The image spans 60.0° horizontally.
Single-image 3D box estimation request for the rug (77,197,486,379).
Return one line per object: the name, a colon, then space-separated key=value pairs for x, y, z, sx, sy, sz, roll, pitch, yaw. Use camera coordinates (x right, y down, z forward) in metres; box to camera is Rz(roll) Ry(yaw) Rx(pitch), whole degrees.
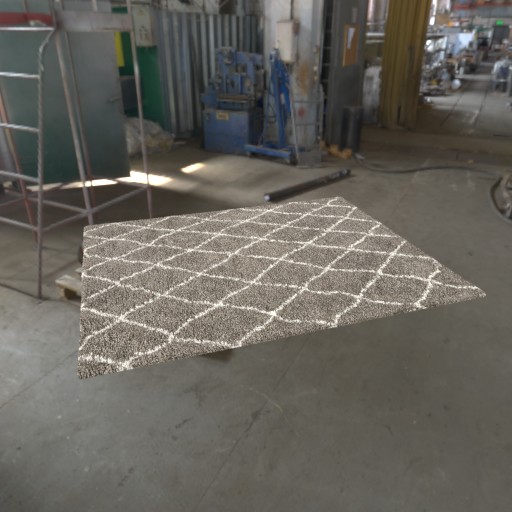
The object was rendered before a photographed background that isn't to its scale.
rug: x=0.000 y=0.000 z=4.101 sx=3.047 sy=0.029 sz=2.438 roll=-8 pitch=28 yaw=-16
